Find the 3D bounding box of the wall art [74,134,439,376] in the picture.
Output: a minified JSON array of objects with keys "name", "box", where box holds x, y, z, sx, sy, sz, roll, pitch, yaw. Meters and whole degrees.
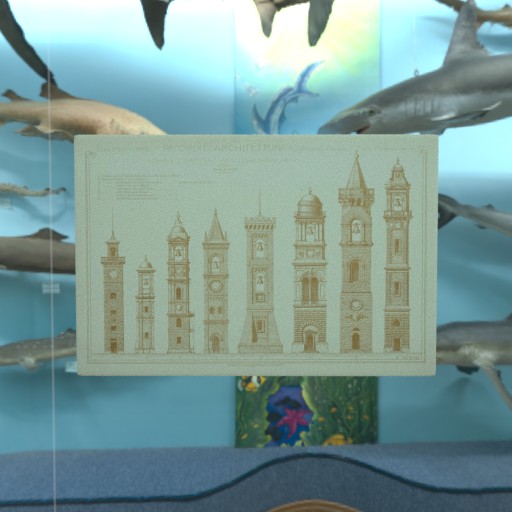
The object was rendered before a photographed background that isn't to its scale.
[{"name":"wall art","box":[0.000,0.000,0.475,0.380,0.254,0.019,0,2,0]}]
